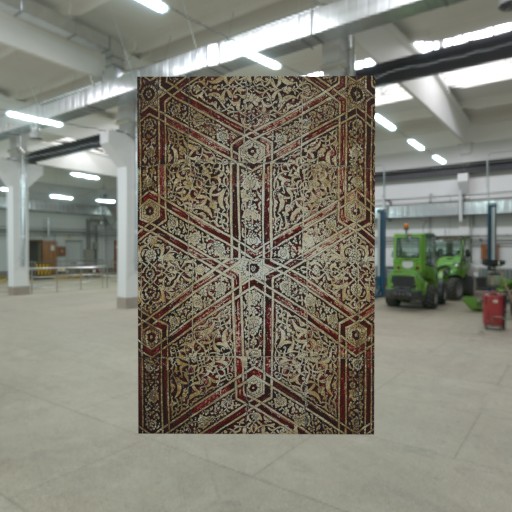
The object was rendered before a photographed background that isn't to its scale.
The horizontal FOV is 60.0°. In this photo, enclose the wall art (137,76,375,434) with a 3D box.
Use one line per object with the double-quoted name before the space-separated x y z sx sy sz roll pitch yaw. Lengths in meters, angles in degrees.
"wall art" 0.000 0.000 1.134 0.599 0.904 0.030 0 1 1
